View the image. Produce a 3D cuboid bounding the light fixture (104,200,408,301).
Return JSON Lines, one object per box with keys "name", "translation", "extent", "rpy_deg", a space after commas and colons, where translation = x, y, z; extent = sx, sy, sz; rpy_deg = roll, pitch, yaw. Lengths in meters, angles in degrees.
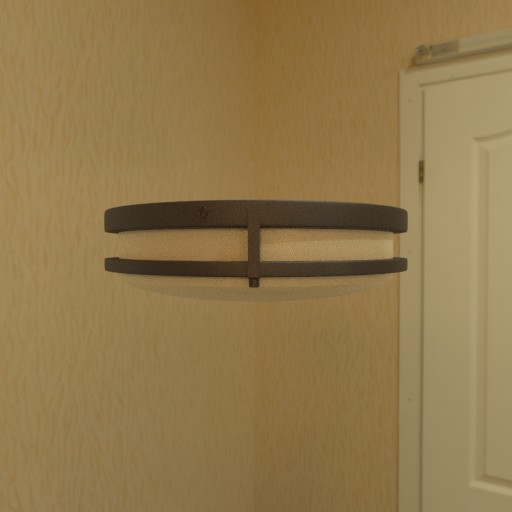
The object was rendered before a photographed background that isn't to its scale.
{"name": "light fixture", "translation": [0.000, 0.000, 0.547], "extent": [0.356, 0.102, 0.356], "rpy_deg": [0, 1, 0]}
